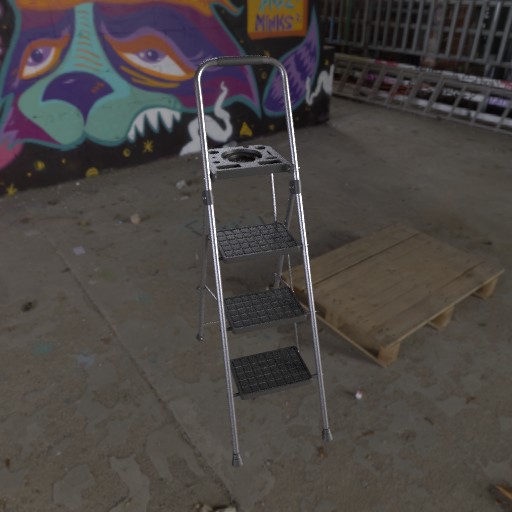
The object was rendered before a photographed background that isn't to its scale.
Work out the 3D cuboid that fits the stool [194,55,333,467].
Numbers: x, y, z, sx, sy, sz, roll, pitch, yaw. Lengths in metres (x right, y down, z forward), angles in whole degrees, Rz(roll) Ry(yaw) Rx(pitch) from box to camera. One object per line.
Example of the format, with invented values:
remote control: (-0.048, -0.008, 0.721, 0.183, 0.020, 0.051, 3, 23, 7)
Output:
stool: (0.000, 0.000, 1.592, 0.396, 1.277, 0.733, -9, 33, -15)
